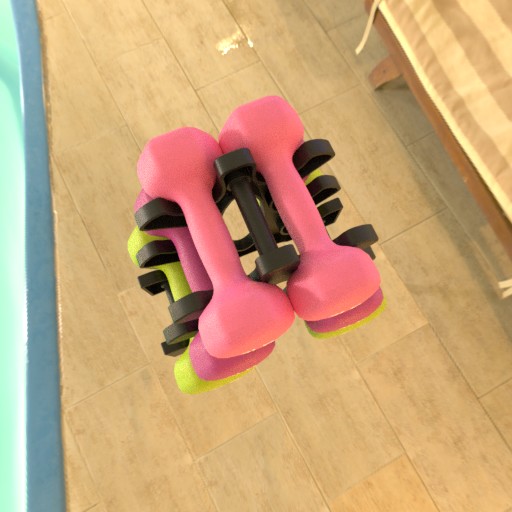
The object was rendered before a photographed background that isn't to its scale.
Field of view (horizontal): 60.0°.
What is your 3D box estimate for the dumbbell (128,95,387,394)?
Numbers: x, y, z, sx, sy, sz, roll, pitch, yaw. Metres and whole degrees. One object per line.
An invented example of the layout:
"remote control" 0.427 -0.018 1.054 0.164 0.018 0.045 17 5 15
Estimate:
"dumbbell" 0.000 0.000 0.439 0.257 0.261 0.203 -22 76 -6
